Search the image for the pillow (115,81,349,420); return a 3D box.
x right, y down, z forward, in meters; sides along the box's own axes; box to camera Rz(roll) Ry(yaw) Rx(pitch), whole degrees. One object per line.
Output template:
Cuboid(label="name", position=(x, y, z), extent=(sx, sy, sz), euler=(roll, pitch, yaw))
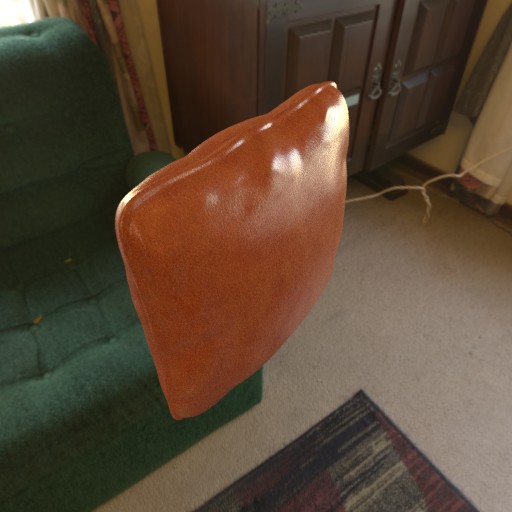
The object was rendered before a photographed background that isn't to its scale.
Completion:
Cuboid(label="pillow", position=(0.000, 0.000, 0.836), extent=(0.236, 0.523, 0.532), euler=(27, 48, 27))
